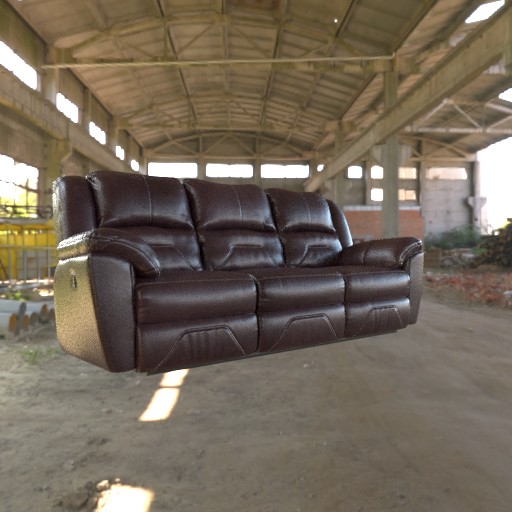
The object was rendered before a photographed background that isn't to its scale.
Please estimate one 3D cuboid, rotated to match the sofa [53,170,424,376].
[{"bbox_3d":[0.000,0.000,2.829,2.337,1.043,0.991,-1,1,-36],"label":"sofa"}]
